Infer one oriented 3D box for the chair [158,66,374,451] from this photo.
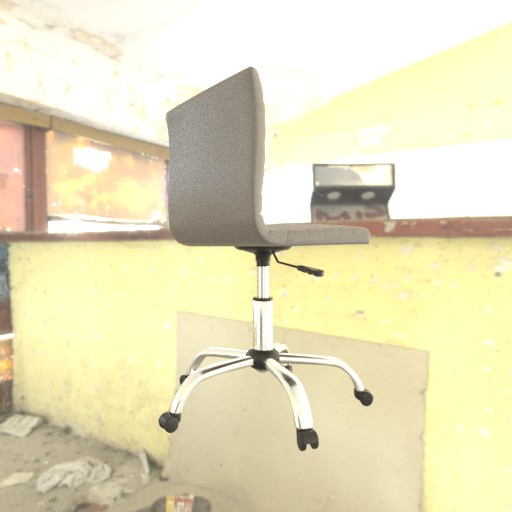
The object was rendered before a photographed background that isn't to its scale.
[{"bbox_3d":[0.000,0.000,1.138,0.530,0.780,0.556,-1,2,-37],"label":"chair"}]
